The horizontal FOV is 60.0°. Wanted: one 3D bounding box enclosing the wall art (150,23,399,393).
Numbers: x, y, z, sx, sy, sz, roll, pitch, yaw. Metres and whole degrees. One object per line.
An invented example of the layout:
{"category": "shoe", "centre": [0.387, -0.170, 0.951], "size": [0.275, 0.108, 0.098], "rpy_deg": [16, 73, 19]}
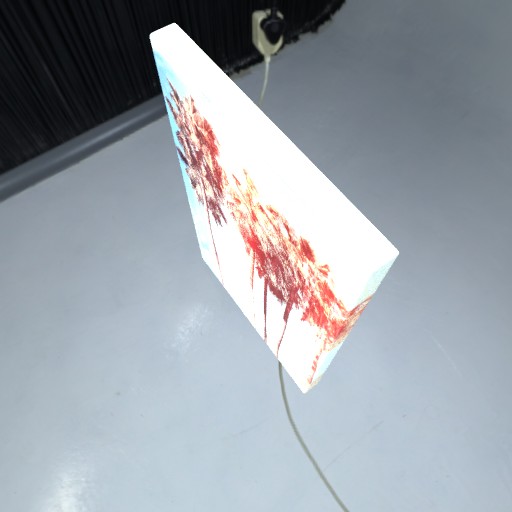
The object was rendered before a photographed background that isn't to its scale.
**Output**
{"category": "wall art", "centre": [0.000, 0.000, 0.747], "size": [0.038, 0.610, 0.401], "rpy_deg": [-33, 68, -15]}
